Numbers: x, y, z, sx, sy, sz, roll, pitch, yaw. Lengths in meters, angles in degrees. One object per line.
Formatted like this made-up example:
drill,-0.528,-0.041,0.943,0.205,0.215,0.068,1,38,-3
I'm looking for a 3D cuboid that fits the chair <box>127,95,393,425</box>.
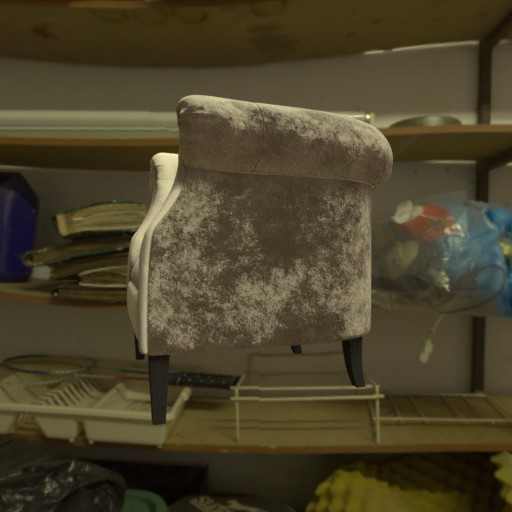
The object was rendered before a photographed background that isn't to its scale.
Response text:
chair,0.000,0.000,1.555,0.851,0.826,0.904,0,1,-18
